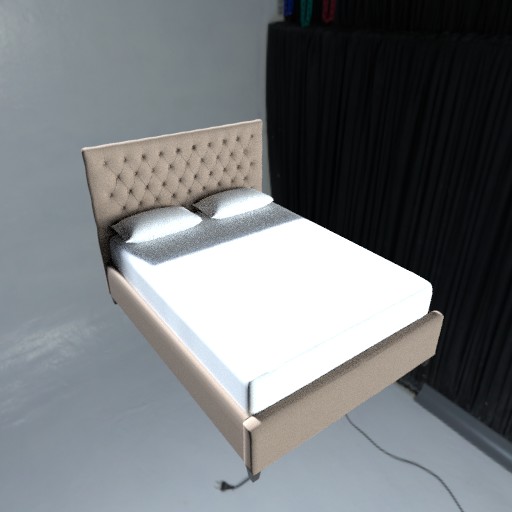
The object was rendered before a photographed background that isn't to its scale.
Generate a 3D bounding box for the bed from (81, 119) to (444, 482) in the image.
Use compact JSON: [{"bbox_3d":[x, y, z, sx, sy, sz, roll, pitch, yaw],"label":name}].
[{"bbox_3d":[0.000,0.000,3.341,1.696,1.426,2.233,-20,35,-31],"label":"bed"}]
